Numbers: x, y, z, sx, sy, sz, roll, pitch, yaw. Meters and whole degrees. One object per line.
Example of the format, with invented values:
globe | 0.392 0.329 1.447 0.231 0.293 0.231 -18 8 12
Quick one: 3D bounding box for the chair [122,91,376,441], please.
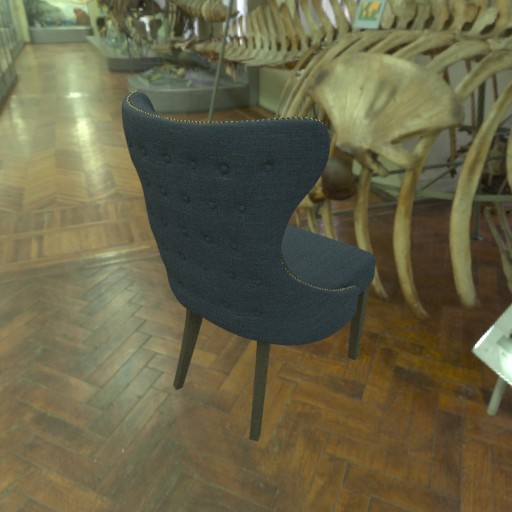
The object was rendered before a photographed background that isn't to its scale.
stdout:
chair | 0.000 0.000 1.374 0.628 0.967 0.635 21 35 33
